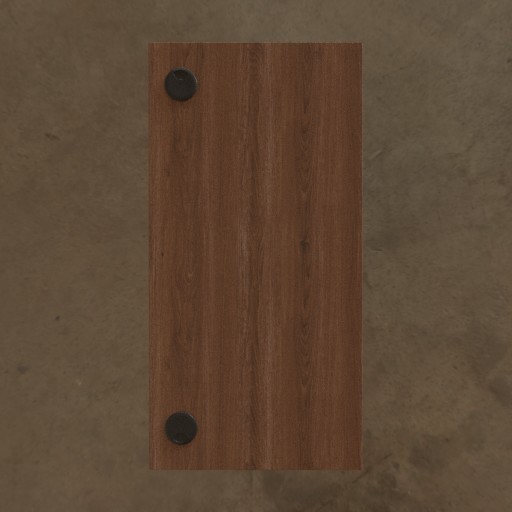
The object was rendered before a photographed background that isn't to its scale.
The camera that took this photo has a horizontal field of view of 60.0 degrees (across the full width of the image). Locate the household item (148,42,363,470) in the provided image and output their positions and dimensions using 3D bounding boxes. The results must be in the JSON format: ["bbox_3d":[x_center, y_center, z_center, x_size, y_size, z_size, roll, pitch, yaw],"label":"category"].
[{"bbox_3d":[0.000,0.000,1.613,0.600,0.750,1.200,0,90,0],"label":"household item"}]
